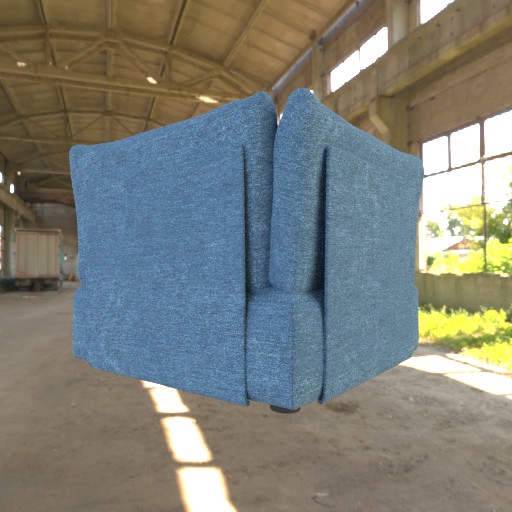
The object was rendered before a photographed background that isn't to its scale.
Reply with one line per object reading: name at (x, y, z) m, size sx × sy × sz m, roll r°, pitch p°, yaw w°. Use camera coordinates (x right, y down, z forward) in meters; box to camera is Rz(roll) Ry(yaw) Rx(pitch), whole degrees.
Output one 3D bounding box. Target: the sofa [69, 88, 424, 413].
sofa at (0.000, 0.000, 1.711) m, size 1.000 × 0.820 × 1.000 m, roll -1°, pitch -1°, yaw 37°
